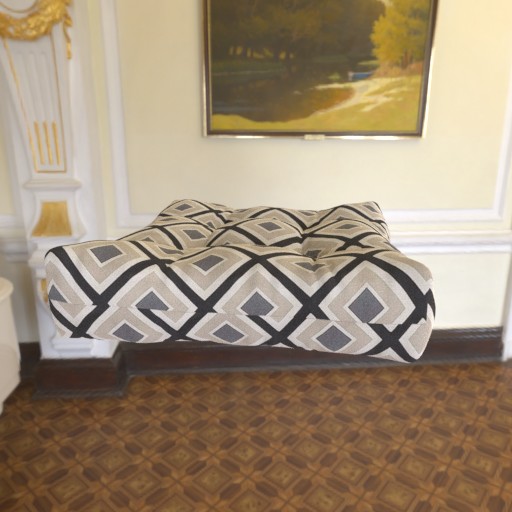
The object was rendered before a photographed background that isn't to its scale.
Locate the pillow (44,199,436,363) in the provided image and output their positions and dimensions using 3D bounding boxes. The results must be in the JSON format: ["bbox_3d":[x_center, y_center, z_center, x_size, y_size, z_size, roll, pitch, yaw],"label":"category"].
[{"bbox_3d":[0.000,0.000,0.727,0.468,0.128,0.490,2,15,8],"label":"pillow"}]
